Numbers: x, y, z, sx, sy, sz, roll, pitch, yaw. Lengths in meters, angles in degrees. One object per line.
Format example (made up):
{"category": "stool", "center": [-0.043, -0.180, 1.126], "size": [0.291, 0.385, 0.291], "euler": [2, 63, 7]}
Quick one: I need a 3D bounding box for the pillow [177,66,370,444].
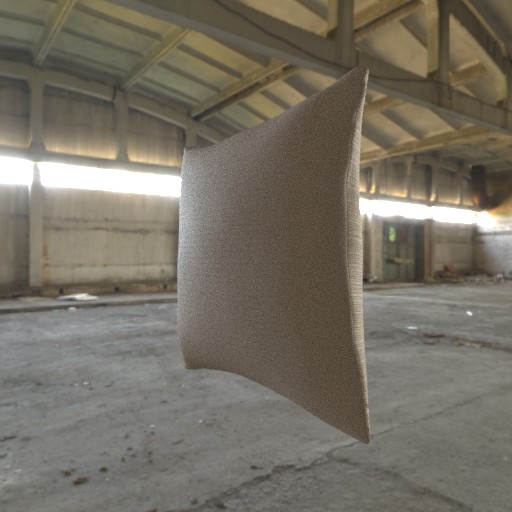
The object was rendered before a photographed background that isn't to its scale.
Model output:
{"category": "pillow", "center": [0.000, 0.000, 0.784], "size": [0.204, 0.497, 0.512], "euler": [0, 0, -36]}
